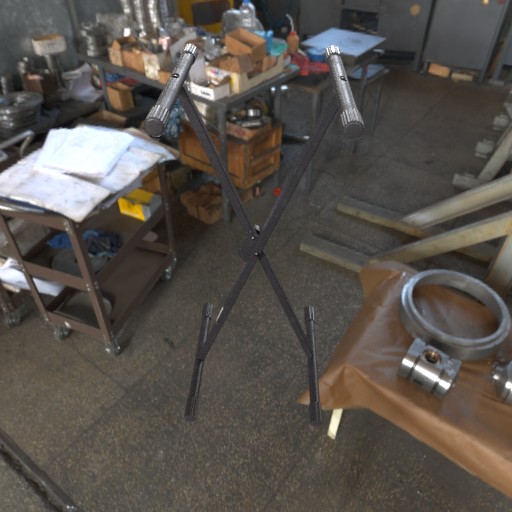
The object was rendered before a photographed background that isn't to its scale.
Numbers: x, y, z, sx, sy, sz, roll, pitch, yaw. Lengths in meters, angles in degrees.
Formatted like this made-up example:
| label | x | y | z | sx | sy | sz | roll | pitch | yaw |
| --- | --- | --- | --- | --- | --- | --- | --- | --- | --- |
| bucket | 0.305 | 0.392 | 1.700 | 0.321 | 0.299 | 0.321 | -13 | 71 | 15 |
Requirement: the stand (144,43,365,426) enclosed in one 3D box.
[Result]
| label | x | y | z | sx | sy | sz | roll | pitch | yaw |
| --- | --- | --- | --- | --- | --- | --- | --- | --- | --- |
| stand | 0.000 | 0.000 | 1.174 | 0.409 | 0.940 | 0.449 | 2 | 41 | 2 |
